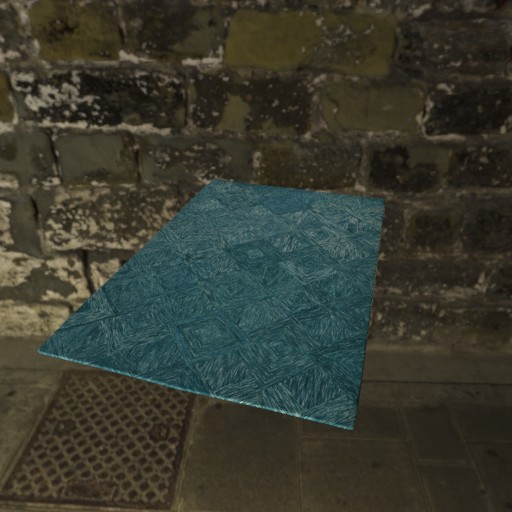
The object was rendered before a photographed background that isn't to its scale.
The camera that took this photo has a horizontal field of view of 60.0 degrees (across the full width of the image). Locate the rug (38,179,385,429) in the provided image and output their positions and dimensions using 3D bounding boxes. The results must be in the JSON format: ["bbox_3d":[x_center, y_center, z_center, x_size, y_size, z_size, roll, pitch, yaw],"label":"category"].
[{"bbox_3d":[0.000,0.000,2.149,1.136,0.017,1.728,9,33,14],"label":"rug"}]
